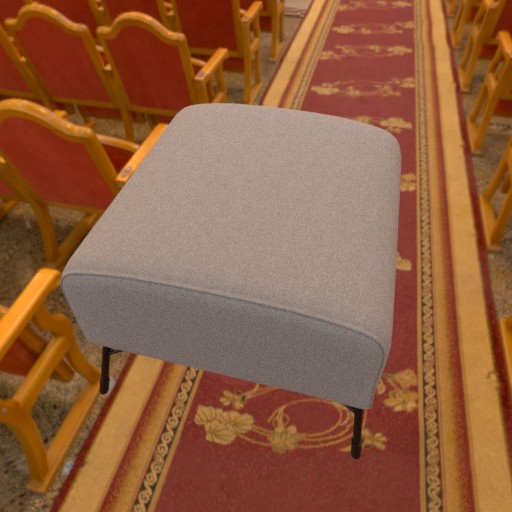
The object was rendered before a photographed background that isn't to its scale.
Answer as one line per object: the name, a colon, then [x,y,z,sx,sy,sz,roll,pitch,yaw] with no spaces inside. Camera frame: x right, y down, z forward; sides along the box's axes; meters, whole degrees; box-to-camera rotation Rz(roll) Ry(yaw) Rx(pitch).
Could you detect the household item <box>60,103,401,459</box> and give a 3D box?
household item: [0.000,0.000,0.884,0.530,0.410,0.530,11,48,10]
